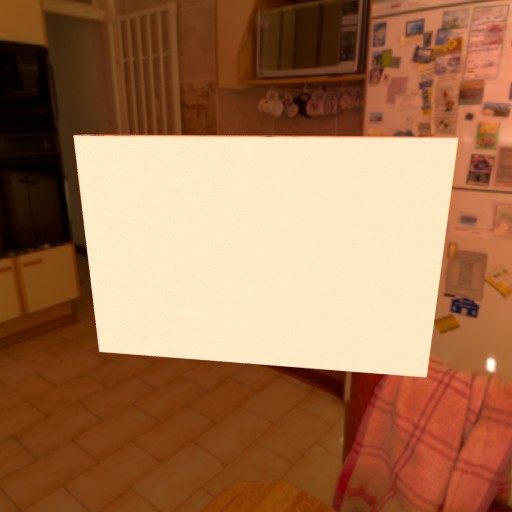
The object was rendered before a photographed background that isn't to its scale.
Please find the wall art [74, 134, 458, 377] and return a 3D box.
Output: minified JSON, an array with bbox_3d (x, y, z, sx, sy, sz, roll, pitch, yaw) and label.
[{"bbox_3d":[0.000,0.000,0.775,0.609,0.406,0.039,3,18,8],"label":"wall art"}]
